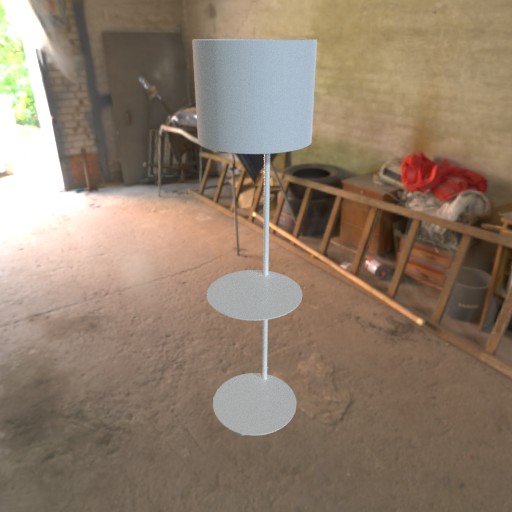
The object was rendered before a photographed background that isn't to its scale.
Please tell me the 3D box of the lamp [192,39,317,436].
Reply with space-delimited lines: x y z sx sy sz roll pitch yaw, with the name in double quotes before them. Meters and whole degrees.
"lamp" 0.000 0.000 1.669 0.372 1.465 0.405 8 27 15
